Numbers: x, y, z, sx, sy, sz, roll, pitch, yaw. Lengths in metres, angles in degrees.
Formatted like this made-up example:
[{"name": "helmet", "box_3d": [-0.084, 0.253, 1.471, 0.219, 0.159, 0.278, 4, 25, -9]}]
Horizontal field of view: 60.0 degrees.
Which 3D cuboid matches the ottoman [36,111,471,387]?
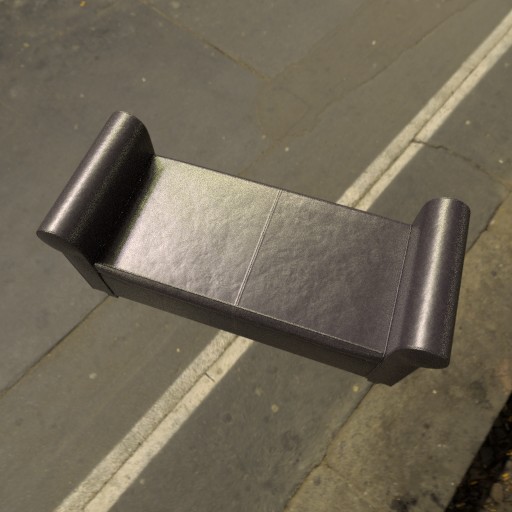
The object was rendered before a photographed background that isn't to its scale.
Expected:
[{"name": "ottoman", "box_3d": [0.000, 0.000, 1.570, 1.256, 0.547, 0.521, 17, 65, 8]}]
